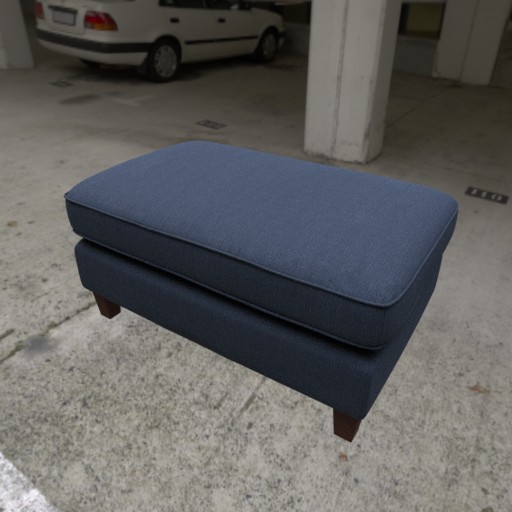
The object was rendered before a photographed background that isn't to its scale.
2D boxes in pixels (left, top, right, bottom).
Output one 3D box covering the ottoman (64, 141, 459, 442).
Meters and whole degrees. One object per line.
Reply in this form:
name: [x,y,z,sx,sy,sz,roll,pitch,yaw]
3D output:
ottoman: [0.000,0.000,1.200,0.885,0.438,0.570,19,35,28]
